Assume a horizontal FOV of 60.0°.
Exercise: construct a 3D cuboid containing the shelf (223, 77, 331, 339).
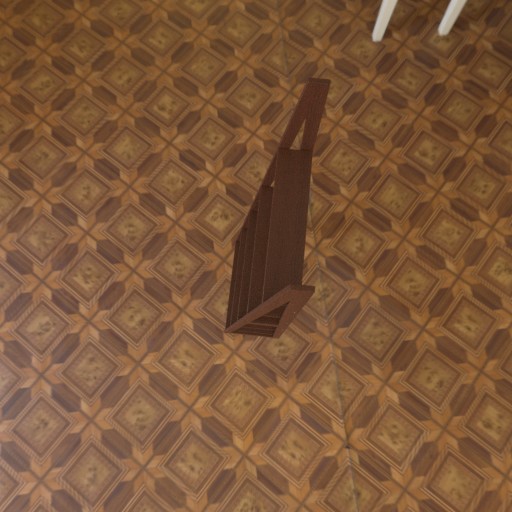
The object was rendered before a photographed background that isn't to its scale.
[{"bbox_3d":[0.000,0.000,2.006,0.350,1.770,0.600,6,76,1],"label":"shelf"}]
